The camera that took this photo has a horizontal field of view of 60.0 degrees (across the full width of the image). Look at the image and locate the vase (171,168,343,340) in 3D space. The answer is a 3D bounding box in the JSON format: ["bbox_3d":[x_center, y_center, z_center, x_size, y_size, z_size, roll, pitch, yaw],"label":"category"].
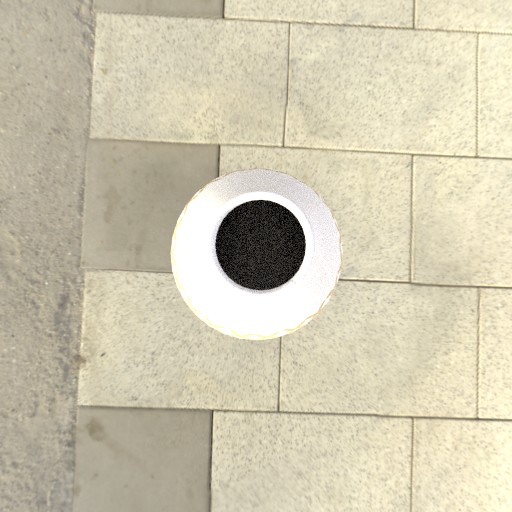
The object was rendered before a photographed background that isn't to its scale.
[{"bbox_3d":[0.000,0.000,0.496,0.186,0.380,0.186,0,87,-1],"label":"vase"}]
